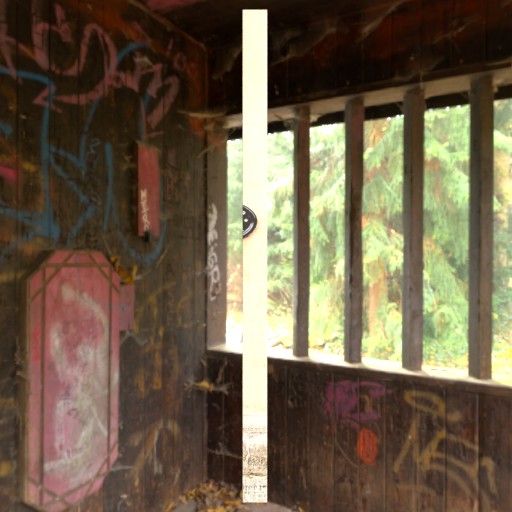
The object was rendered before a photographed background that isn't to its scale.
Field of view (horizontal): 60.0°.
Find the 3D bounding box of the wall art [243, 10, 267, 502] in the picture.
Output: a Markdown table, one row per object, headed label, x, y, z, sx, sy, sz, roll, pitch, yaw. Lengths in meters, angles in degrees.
| label | x | y | z | sx | sy | sz | roll | pitch | yaw |
| --- | --- | --- | --- | --- | --- | --- | --- | --- | --- |
| wall art | 0.000 | 0.000 | 0.941 | 0.038 | 0.764 | 0.508 | 0 | 0 | 0 |
